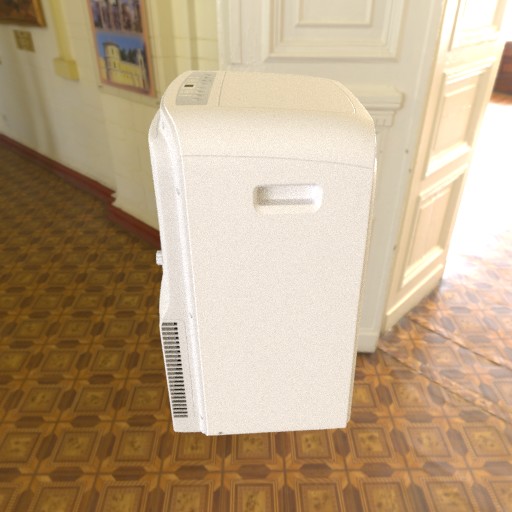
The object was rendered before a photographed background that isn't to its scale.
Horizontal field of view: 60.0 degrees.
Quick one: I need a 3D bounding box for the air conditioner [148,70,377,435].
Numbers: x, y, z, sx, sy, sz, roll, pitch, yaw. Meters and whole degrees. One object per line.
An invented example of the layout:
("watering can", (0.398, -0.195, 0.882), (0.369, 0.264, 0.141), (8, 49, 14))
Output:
("air conditioner", (0.000, 0.000, 1.044), (0.467, 0.765, 0.478), (-1, 32, -1))
